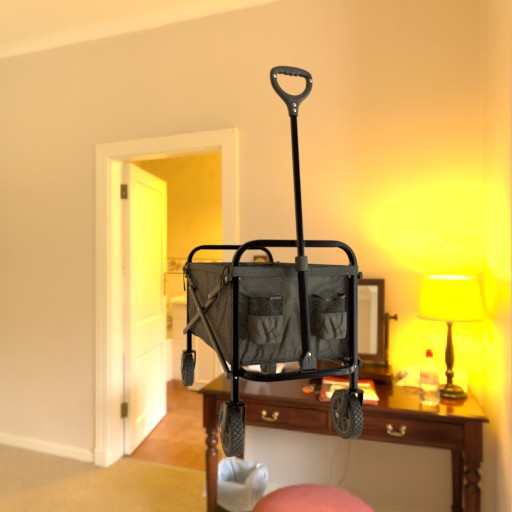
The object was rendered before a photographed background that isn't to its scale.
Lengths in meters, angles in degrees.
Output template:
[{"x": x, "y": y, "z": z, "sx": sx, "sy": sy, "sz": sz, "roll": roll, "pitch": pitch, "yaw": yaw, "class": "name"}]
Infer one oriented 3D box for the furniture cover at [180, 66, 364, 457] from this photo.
[{"x": 0.000, "y": 0.000, "z": 1.868, "sx": 0.532, "sy": 1.295, "sz": 1.038, "roll": 0, "pitch": 0, "yaw": -19, "class": "furniture cover"}]
